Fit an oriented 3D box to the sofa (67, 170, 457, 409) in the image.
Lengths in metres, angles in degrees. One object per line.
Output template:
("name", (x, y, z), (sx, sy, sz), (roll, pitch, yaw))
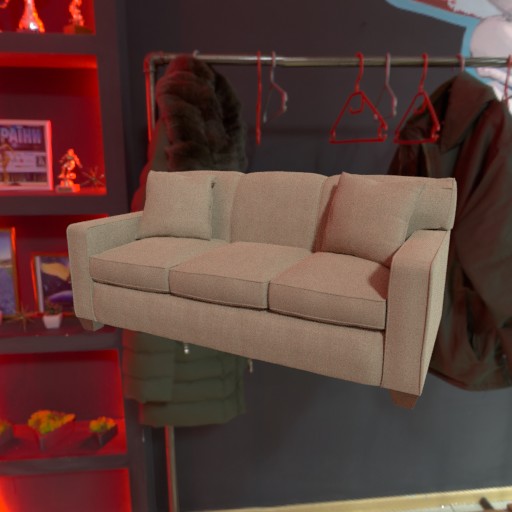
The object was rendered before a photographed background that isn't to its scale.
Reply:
("sofa", (0.000, 0.000, 2.568), (2.024, 0.958, 0.997), (7, 15, 26))
